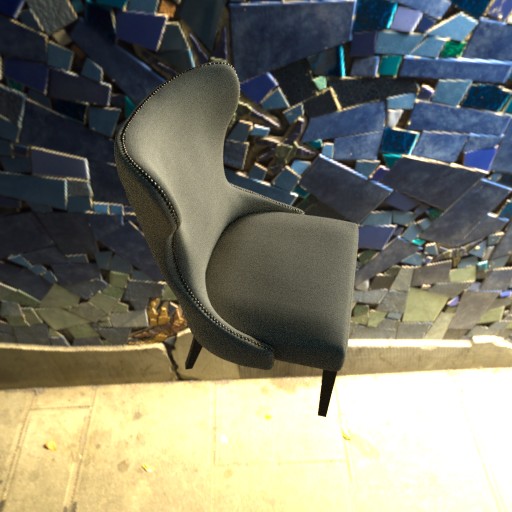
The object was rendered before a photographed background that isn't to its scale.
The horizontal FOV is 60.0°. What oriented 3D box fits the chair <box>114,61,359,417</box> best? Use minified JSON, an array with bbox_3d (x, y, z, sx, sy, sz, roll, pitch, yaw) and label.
[{"bbox_3d":[0.000,0.000,1.396,0.635,0.967,0.628,9,48,9],"label":"chair"}]
